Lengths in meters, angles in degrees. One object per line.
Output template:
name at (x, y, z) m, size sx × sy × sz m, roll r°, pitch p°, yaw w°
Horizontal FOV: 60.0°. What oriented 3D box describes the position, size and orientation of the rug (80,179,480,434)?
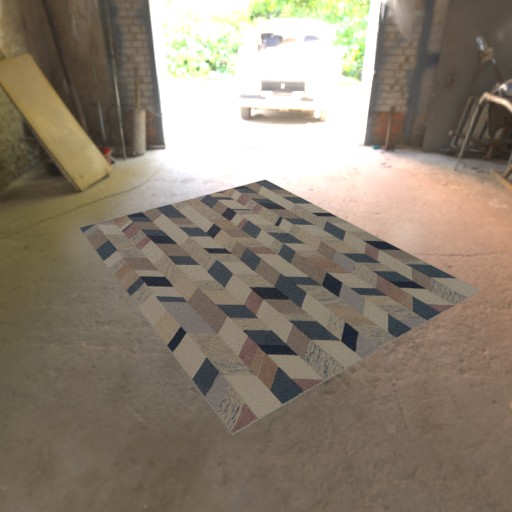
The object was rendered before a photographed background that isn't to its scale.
rug at (0.000, 0.000, 4.187) m, size 2.451 × 0.011 × 3.072 m, roll -20°, pitch 36°, yaw -29°
